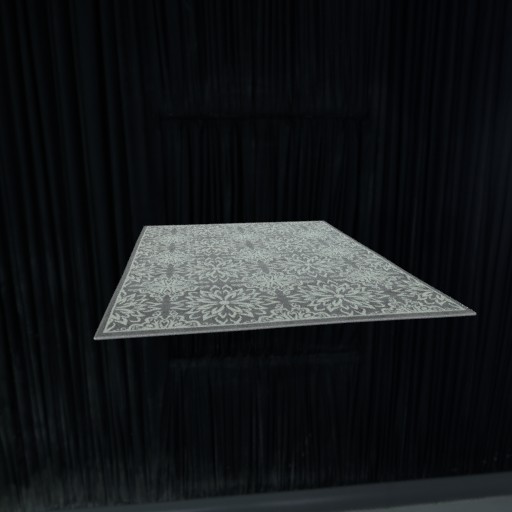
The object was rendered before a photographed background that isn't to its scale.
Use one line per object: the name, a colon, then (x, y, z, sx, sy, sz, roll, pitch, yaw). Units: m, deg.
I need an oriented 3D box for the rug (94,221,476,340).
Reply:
rug: (0.000, 0.000, 2.872, 1.608, 0.014, 2.213, -2, 15, -9)
